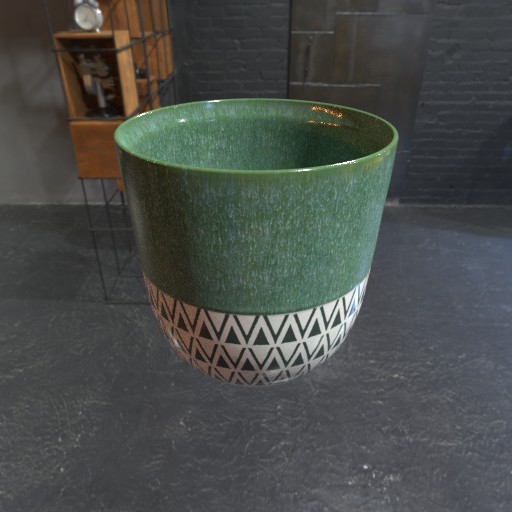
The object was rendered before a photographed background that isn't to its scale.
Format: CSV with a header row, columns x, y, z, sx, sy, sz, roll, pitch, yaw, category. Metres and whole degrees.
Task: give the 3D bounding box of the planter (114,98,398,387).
x,y,z,sx,sy,sz,roll,pitch,yaw,category
0.000,0.000,0.367,0.195,0.214,0.195,0,30,0,planter
